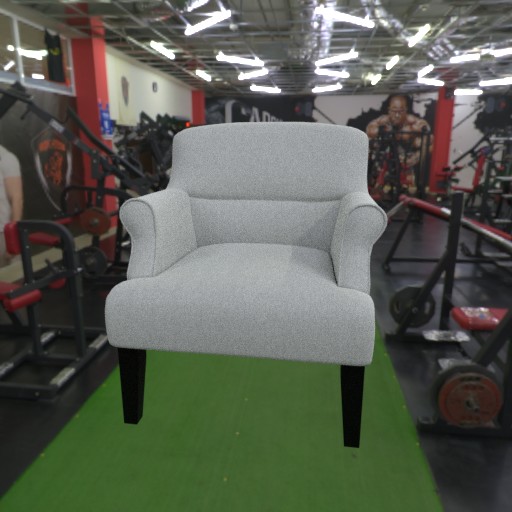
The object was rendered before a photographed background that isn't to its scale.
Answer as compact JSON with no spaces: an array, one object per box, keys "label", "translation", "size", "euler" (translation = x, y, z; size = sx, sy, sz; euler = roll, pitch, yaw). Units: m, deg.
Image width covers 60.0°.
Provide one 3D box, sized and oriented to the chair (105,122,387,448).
[{"label":"chair","translation":[0.000,0.000,1.470],"size":[0.781,0.875,0.750],"euler":[2,15,9]}]
